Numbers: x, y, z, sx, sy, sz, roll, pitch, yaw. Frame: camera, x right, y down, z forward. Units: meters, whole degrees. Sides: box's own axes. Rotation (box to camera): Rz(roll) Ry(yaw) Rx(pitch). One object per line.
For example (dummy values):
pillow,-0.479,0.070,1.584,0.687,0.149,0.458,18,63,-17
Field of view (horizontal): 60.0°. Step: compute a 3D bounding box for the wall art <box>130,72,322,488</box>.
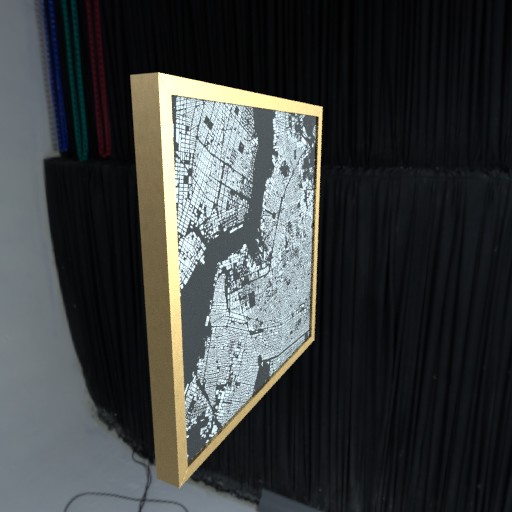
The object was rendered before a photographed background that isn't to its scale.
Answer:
wall art,0.000,0.000,1.881,0.095,1.284,1.284,7,16,27
